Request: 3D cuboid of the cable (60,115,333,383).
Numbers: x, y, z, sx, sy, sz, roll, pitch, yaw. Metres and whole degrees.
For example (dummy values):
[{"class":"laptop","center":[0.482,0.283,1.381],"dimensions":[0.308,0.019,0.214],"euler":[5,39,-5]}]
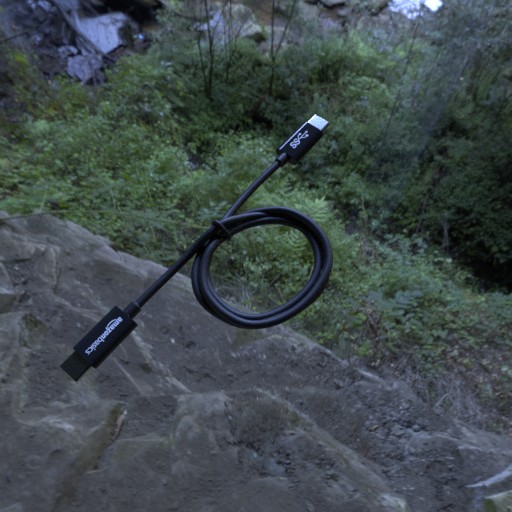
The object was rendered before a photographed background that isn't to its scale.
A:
[{"class":"cable","center":[0.000,0.000,0.211],"dimensions":[0.070,0.014,0.186],"euler":[36,68,16]}]
